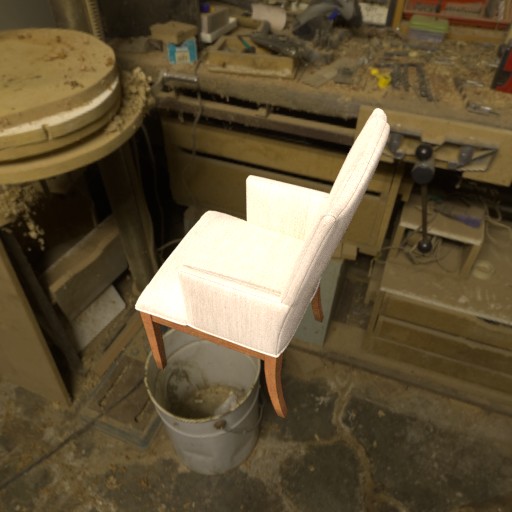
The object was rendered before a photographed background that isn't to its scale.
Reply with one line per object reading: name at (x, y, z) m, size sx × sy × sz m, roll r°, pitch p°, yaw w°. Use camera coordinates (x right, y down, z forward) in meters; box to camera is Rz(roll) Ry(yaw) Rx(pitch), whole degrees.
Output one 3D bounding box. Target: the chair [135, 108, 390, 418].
chair at (0.000, 0.000, 1.435) m, size 0.641 × 1.016 × 0.533 m, roll 16°, pitch 47°, yaw 16°
